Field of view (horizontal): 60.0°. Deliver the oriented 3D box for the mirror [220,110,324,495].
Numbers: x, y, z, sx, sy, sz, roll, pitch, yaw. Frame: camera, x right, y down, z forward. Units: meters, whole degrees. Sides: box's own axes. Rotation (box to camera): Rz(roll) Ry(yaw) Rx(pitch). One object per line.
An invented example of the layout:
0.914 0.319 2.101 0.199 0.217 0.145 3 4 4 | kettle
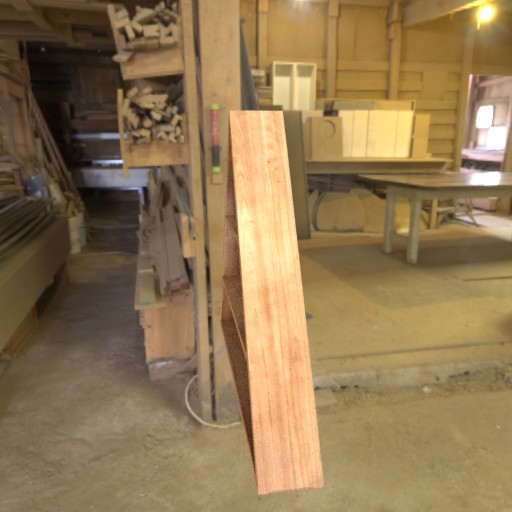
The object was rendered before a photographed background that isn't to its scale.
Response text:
0.000 0.000 0.878 0.100 0.548 0.631 -2 15 -9 | mirror
